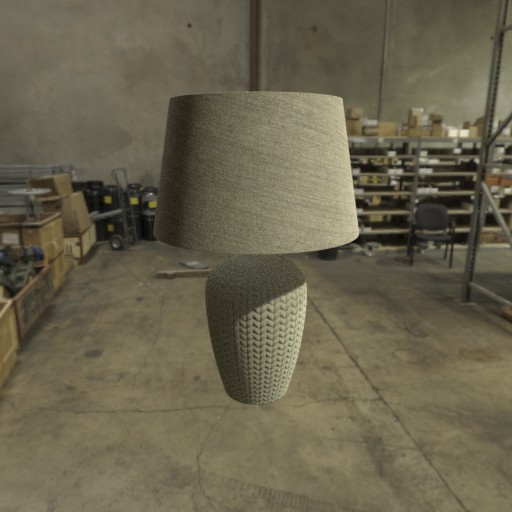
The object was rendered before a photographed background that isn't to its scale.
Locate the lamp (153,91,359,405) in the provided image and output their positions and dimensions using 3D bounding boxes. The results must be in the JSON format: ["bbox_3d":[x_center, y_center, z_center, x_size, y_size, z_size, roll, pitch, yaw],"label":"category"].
[{"bbox_3d":[0.000,0.000,0.873,0.390,0.580,0.390,0,15,0],"label":"lamp"}]
